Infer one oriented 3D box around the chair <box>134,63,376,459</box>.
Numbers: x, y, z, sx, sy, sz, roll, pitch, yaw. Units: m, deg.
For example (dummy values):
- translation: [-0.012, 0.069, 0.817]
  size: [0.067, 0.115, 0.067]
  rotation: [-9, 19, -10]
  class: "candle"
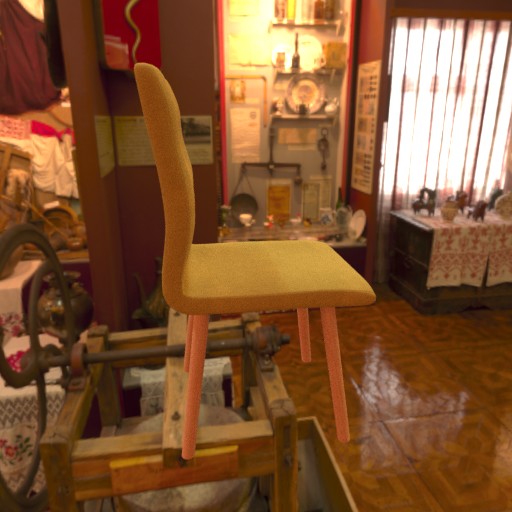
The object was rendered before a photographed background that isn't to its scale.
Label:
- translation: [0.000, 0.000, 1.260]
  size: [0.550, 0.965, 0.450]
  rotation: [-3, 18, -8]
  class: "chair"
